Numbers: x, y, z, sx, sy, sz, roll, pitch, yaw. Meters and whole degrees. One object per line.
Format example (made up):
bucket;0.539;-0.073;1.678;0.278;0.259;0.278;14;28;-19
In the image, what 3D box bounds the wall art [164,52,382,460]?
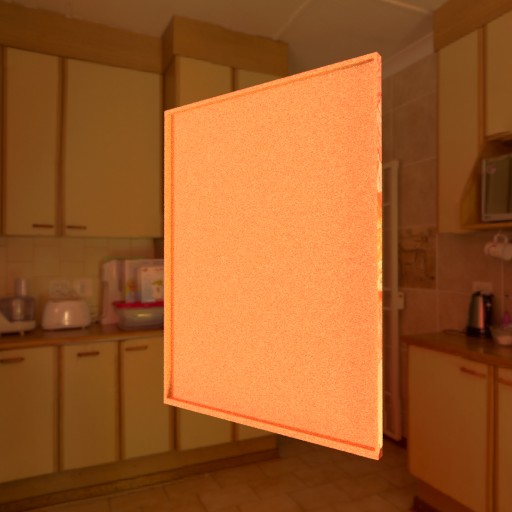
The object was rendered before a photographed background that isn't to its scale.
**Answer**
wall art;0.000;0.000;1.332;0.762;1.015;0.031;0;-1;35
